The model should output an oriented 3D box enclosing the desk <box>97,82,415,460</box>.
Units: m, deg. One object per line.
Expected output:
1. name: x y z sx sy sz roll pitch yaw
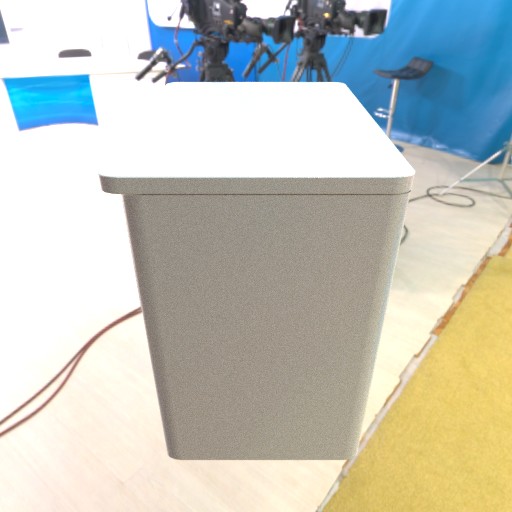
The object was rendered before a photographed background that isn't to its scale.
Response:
1. desk: 0.000 0.000 1.276 0.549 0.800 0.762 0 33 0
